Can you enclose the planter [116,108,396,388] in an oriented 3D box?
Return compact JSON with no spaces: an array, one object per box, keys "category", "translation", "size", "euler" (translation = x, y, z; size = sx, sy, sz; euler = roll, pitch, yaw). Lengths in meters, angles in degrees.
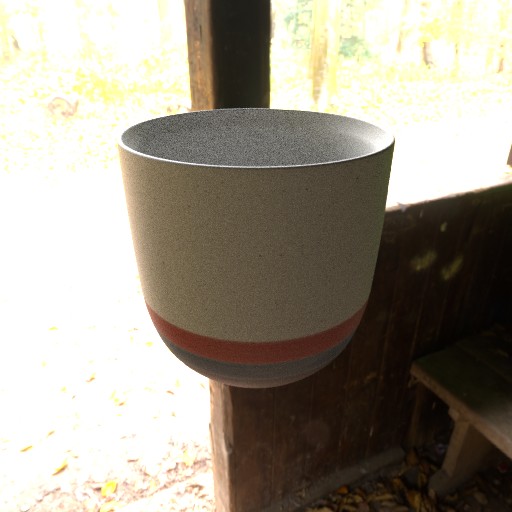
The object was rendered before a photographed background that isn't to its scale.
[{"category":"planter","translation":[0.000,0.000,0.384],"size":[0.204,0.214,0.204],"euler":[0,27,0]}]
